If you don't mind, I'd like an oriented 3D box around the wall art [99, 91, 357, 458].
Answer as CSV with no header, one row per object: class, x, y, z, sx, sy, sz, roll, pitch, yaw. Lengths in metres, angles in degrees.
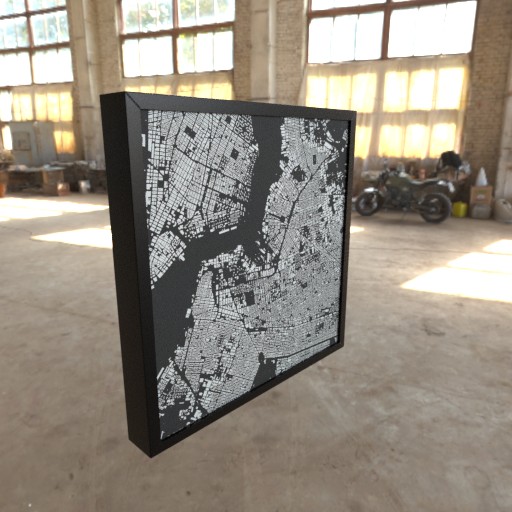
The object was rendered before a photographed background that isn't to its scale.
wall art,0.000,0.000,0.461,0.037,0.299,0.299,14,20,42
